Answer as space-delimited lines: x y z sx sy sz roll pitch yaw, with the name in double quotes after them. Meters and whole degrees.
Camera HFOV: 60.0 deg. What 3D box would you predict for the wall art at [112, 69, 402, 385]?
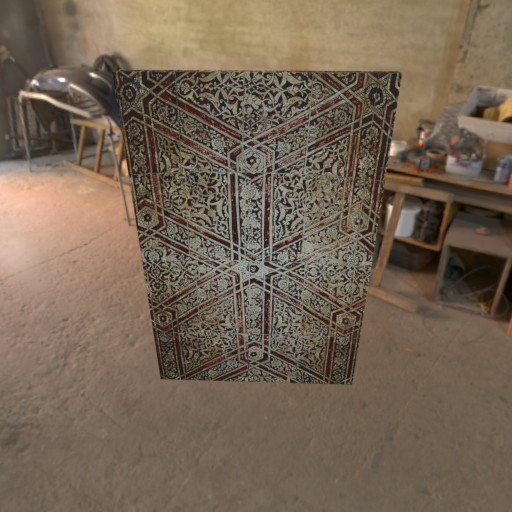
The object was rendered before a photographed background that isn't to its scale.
0.000 0.000 1.162 0.599 0.904 0.030 1 31 2 "wall art"
